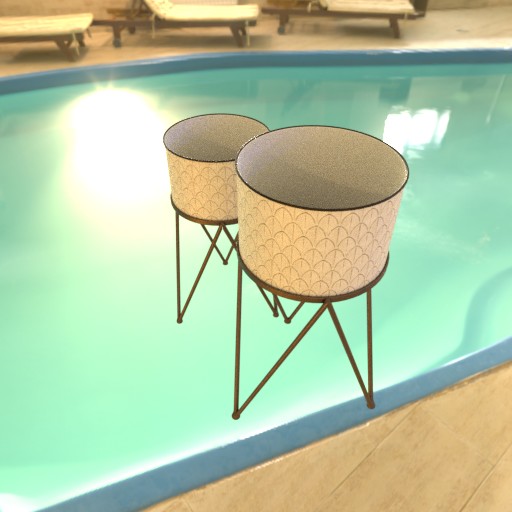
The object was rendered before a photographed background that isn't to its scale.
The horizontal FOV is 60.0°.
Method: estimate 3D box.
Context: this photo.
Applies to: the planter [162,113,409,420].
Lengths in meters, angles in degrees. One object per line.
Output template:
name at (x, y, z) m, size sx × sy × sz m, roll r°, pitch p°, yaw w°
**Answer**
planter at (0.000, 0.000, 1.189) m, size 0.413 × 0.712 × 0.769 m, roll -24°, pitch 46°, yaw -26°
